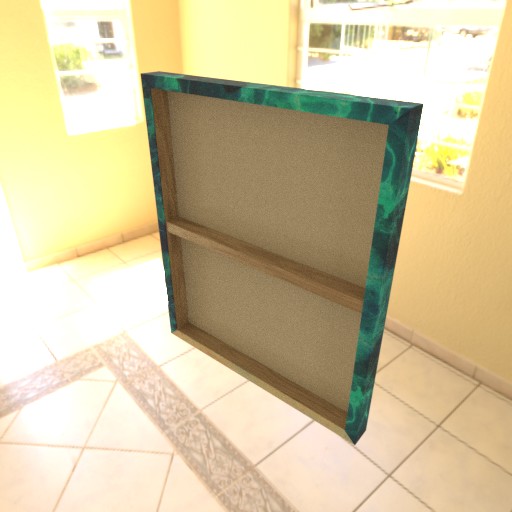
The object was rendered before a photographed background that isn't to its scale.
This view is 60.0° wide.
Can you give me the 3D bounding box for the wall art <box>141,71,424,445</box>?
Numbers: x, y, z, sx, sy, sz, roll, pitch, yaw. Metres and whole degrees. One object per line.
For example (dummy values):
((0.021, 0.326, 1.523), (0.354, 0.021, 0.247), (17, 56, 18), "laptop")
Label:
((0.000, 0.000, 0.701), (0.432, 0.508, 0.038), (22, 36, 34), "wall art")
